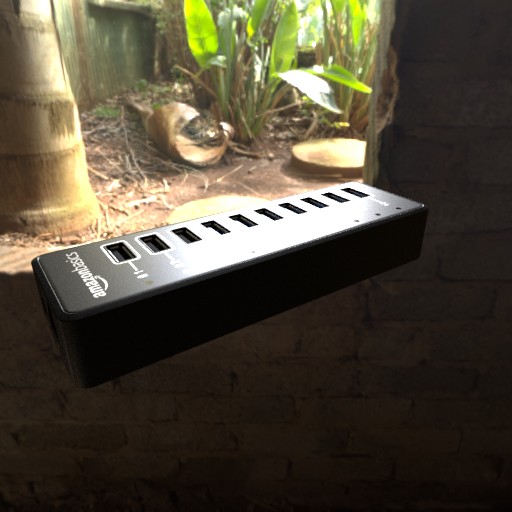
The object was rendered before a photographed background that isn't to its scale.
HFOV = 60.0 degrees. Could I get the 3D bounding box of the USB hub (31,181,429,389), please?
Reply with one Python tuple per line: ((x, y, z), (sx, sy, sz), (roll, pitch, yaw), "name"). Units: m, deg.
((0.000, 0.000, 0.165), (0.145, 0.023, 0.044), (-17, 31, -30), "USB hub")
